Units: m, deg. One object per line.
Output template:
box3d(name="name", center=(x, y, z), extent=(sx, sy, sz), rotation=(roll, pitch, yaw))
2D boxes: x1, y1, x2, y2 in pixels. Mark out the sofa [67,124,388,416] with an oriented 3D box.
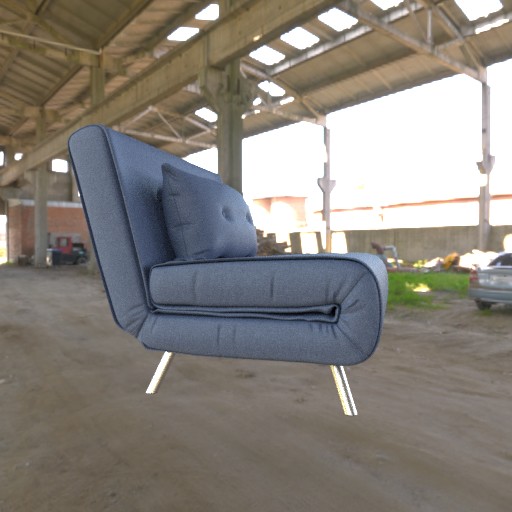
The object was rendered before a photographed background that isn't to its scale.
box3d(name="sofa", center=(0.000, 0.000, 1.760), extent=(0.996, 0.860, 0.999), rotation=(0, 1, 17))
